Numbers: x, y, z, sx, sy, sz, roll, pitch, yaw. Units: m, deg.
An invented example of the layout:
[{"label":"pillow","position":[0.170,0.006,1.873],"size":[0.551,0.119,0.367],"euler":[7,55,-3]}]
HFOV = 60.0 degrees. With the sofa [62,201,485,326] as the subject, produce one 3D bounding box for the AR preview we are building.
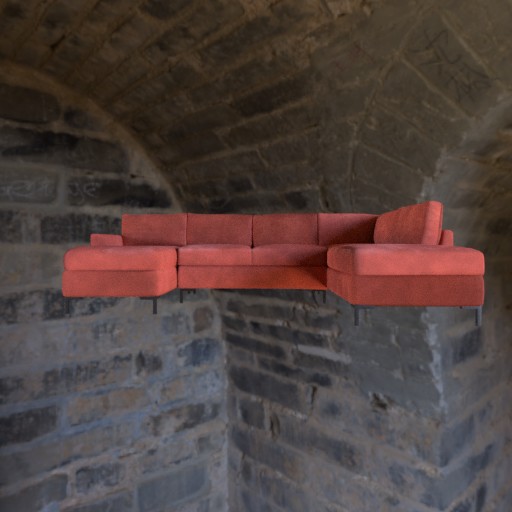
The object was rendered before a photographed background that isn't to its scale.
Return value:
[{"label":"sofa","position":[0.000,0.000,3.803],"size":[2.971,0.858,1.981],"euler":[0,1,1]}]
